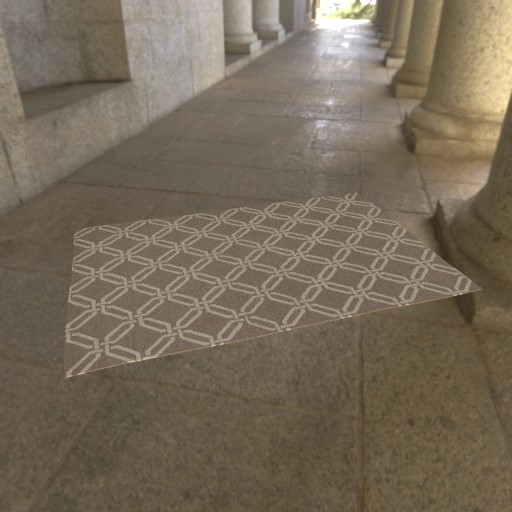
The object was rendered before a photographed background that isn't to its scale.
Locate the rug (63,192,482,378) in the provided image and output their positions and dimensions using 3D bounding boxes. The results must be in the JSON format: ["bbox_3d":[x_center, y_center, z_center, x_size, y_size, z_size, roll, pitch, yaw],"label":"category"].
[{"bbox_3d":[0.000,0.000,2.192,1.748,0.010,1.142,-9,32,-15],"label":"rug"}]
